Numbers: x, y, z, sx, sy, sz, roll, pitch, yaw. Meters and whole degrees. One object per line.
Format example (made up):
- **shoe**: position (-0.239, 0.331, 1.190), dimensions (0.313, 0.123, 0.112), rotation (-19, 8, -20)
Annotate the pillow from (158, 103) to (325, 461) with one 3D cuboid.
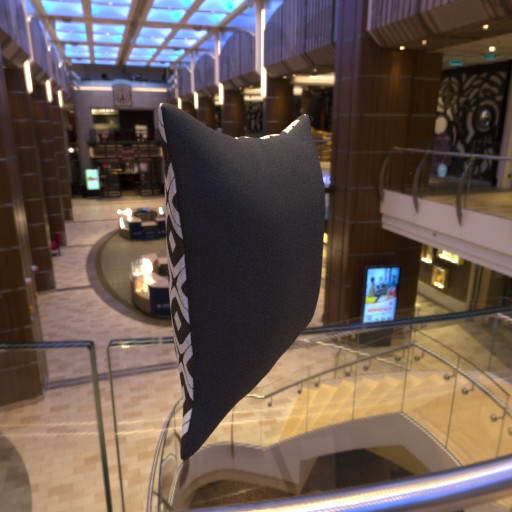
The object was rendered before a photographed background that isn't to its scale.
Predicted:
- **pillow**: position (0.000, 0.000, 0.788), dimensions (0.188, 0.494, 0.504), rotation (8, 18, 24)
